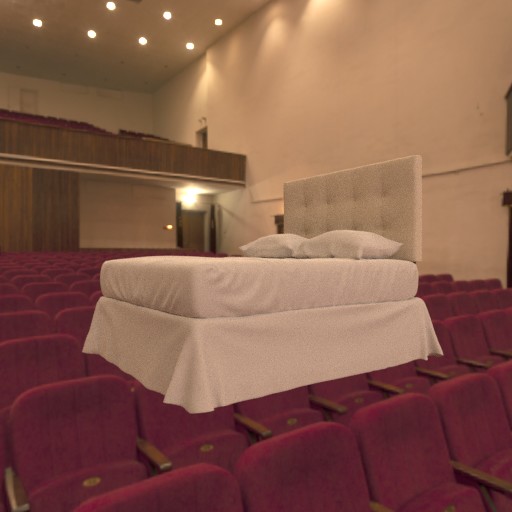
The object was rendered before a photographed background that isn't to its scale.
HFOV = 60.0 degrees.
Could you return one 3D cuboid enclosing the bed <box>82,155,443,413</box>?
[{"bbox_3d":[0.000,0.000,3.518,2.222,1.577,1.936,0,0,-36],"label":"bed"}]
